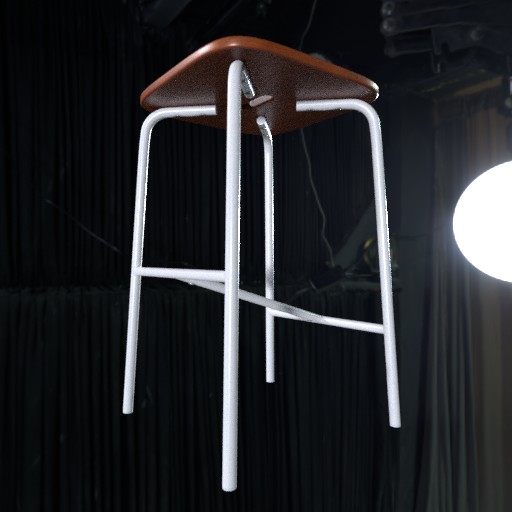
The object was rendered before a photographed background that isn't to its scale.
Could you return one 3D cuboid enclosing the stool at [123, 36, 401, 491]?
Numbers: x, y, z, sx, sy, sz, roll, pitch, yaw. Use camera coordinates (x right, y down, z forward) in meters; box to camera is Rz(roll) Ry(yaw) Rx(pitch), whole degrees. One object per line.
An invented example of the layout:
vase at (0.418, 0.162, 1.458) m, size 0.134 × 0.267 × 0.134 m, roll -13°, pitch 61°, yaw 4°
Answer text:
stool at (0.000, 0.000, 0.833) m, size 0.376 × 0.610 × 0.376 m, roll 0°, pitch 0°, yaw -37°
